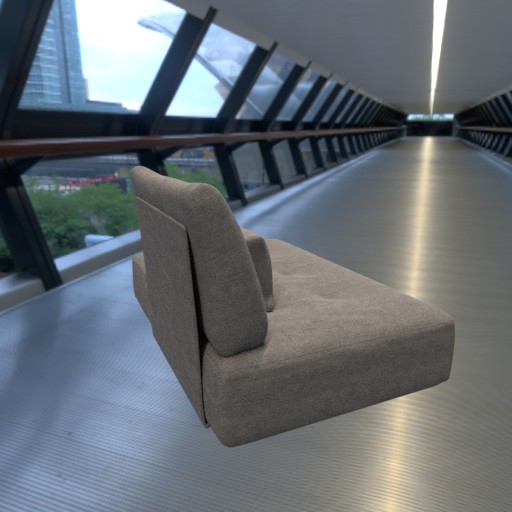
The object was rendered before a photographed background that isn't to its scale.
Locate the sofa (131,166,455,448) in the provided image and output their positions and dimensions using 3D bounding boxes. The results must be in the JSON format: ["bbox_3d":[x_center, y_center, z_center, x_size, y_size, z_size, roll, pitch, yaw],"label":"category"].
[{"bbox_3d":[0.000,0.000,2.030,1.002,0.820,1.450,-7,17,-24],"label":"sofa"}]
